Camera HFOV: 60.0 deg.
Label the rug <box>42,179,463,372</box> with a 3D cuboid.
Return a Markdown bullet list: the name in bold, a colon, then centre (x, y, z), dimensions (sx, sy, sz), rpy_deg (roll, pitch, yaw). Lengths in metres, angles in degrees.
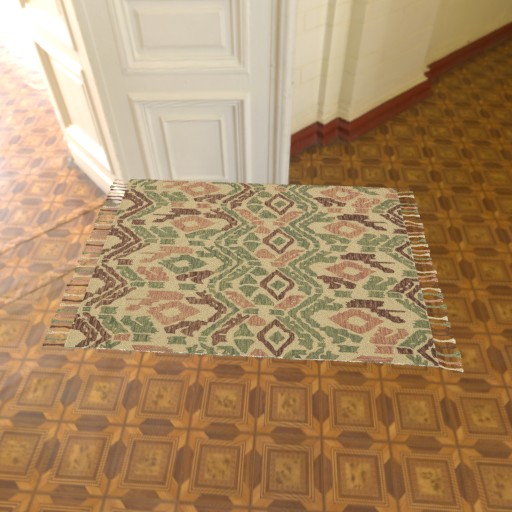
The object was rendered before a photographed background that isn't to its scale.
- **rug**: centre (0.000, 0.000, 2.302), dimensions (1.829, 0.010, 1.219), rpy_deg (2, 48, 2)
